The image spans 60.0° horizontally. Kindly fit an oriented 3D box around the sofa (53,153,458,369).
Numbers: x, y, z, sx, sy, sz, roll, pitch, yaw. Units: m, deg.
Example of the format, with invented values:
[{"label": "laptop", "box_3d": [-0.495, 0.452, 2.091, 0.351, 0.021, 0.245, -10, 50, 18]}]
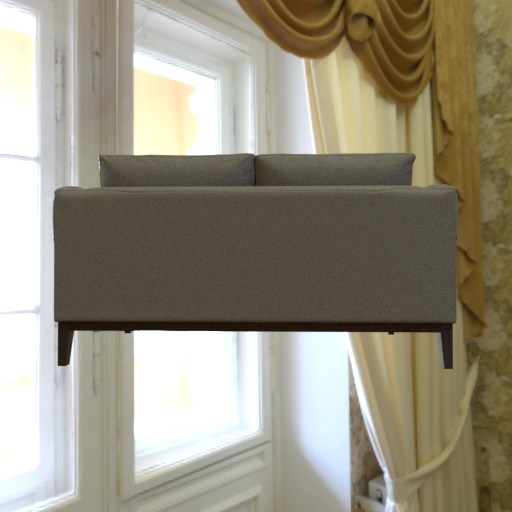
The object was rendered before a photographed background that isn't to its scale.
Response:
[{"label": "sofa", "box_3d": [0.000, 0.000, 2.148, 1.598, 0.873, 0.899, 0, -1, 2]}]
